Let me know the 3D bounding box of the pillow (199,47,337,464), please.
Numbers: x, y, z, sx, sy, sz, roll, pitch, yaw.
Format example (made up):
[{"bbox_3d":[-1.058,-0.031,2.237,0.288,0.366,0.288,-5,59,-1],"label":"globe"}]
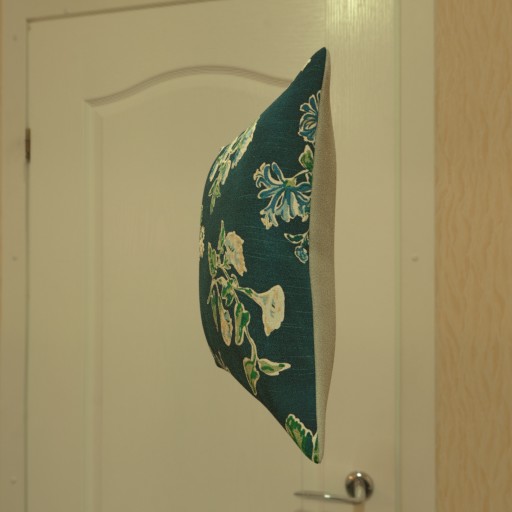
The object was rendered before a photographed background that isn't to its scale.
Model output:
[{"bbox_3d":[0.000,0.000,0.784,0.166,0.508,0.525,0,0,-18],"label":"pillow"}]
